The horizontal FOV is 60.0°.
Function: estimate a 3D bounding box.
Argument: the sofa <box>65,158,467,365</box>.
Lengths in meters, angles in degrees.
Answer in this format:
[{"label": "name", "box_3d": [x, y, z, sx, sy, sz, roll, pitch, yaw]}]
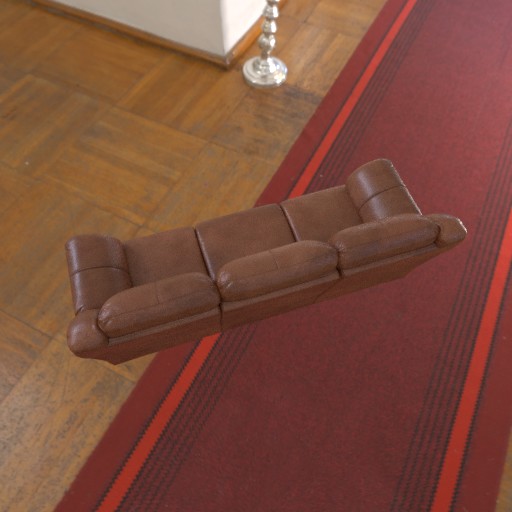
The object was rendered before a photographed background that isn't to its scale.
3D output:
[{"label": "sofa", "box_3d": [0.000, 0.000, 2.916, 2.337, 1.043, 0.991, -16, 60, -9]}]
